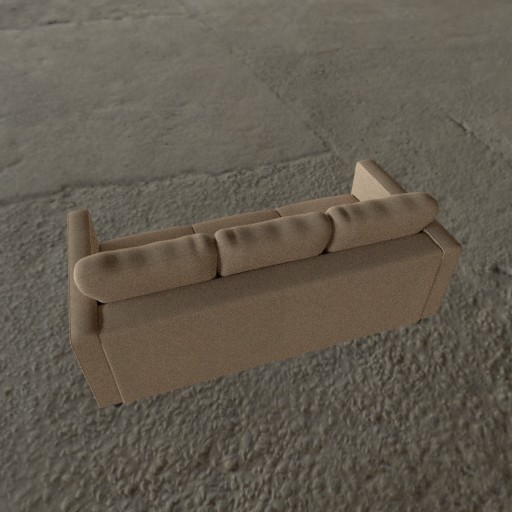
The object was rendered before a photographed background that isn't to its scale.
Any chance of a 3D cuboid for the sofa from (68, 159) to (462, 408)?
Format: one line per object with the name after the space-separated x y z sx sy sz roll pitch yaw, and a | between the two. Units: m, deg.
0.000 0.000 2.411 1.855 0.800 0.930 -12 43 -13 | sofa
